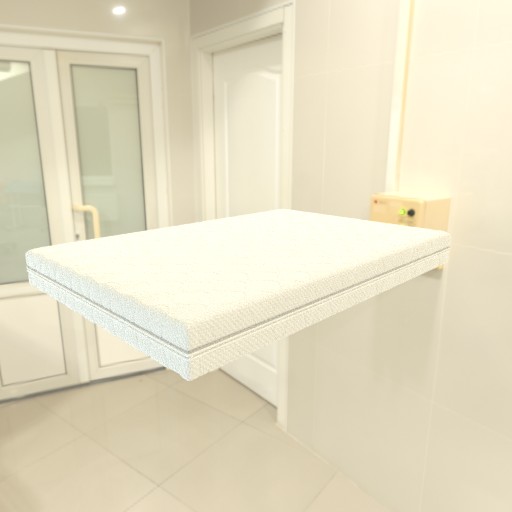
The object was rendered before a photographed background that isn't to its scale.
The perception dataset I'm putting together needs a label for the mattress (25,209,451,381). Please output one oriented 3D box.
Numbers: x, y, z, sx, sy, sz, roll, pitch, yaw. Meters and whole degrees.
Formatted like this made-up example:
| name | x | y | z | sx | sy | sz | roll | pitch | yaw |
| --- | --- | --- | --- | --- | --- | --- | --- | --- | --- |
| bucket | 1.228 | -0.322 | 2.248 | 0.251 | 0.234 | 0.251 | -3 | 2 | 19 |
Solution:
| name | x | y | z | sx | sy | sz | roll | pitch | yaw |
| --- | --- | --- | --- | --- | --- | --- | --- | --- | --- |
| mattress | 0.000 | 0.000 | 2.517 | 1.400 | 0.200 | 2.000 | 14 | 20 | 43 |
